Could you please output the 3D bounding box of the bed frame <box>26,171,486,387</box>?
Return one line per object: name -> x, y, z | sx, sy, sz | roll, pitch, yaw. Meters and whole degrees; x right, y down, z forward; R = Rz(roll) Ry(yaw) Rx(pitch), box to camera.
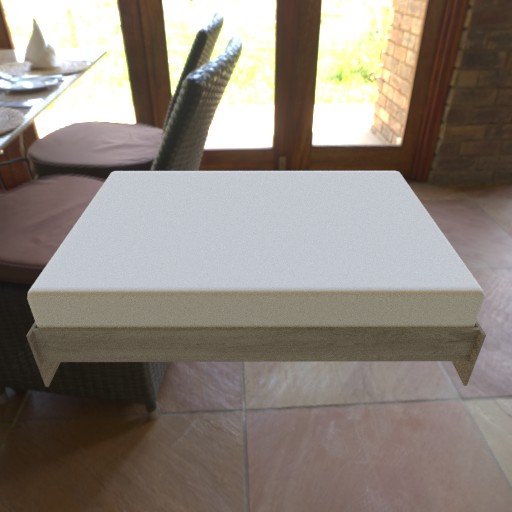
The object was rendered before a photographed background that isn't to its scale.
bed frame -> 0.000, 0.000, 2.517 | 1.945, 0.497, 1.445 | 0, 33, 0
